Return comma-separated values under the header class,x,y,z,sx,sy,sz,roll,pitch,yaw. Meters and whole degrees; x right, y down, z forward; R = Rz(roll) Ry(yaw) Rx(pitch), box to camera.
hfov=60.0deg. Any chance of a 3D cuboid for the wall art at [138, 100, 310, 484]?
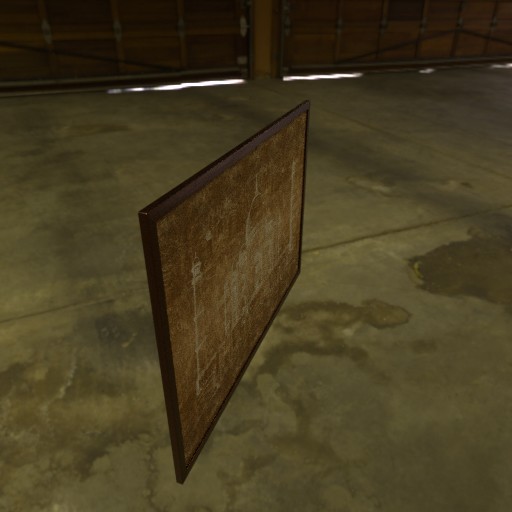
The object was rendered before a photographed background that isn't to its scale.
class,x,y,z,sx,sy,sz,roll,pitch,yaw
wall art,0.000,0.000,1.033,0.014,0.559,0.816,11,31,18
